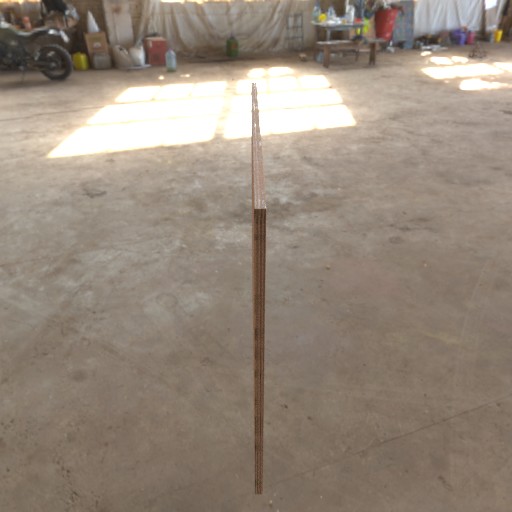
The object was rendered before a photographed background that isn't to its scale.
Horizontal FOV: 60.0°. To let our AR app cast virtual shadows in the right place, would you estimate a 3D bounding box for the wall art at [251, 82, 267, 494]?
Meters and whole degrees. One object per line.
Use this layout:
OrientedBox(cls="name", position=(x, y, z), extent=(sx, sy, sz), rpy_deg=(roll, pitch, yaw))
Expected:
OrientedBox(cls="wall art", position=(0.000, 0.000, 0.679), extent=(0.010, 0.408, 0.508), rpy_deg=(0, 32, -1))
